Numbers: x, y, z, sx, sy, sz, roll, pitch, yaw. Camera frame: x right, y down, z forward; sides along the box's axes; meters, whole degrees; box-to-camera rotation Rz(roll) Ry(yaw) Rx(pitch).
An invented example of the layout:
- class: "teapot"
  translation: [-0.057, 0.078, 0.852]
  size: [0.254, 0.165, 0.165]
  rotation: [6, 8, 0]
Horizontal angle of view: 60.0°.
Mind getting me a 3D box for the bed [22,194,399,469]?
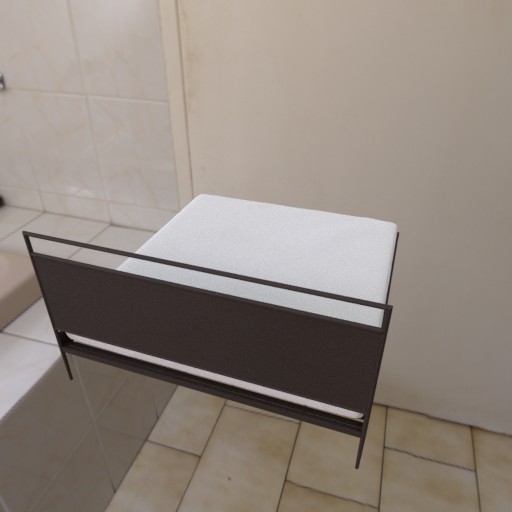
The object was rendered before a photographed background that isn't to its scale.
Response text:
- class: "bed"
  translation: [0.000, 0.000, 3.335]
  size: [1.993, 1.173, 2.151]
  rotation: [11, 34, 16]
